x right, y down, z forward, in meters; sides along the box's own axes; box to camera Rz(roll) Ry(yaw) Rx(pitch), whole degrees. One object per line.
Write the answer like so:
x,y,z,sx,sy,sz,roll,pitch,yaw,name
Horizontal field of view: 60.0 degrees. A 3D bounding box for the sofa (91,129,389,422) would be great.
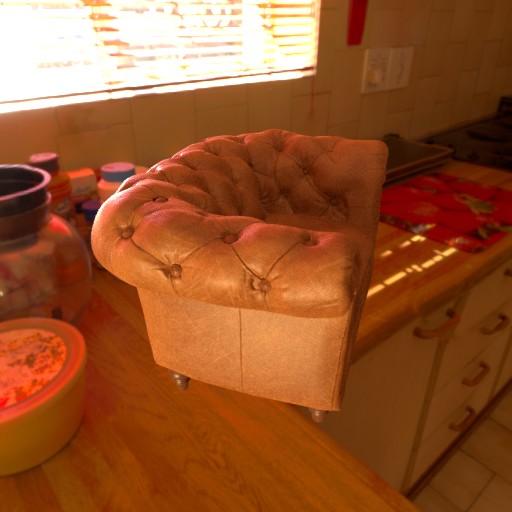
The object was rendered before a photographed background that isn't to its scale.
0.000,0.000,2.023,1.033,0.878,1.405,9,30,17,sofa
